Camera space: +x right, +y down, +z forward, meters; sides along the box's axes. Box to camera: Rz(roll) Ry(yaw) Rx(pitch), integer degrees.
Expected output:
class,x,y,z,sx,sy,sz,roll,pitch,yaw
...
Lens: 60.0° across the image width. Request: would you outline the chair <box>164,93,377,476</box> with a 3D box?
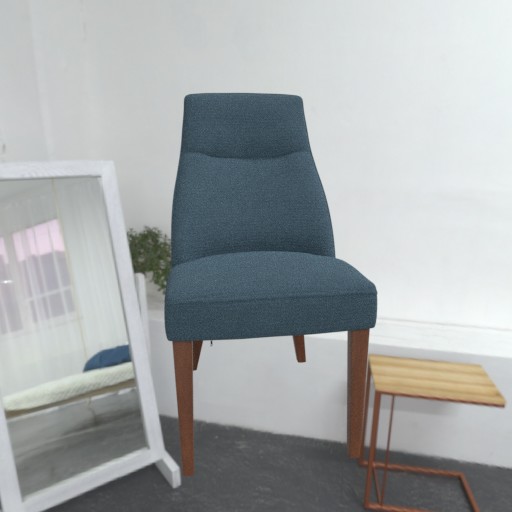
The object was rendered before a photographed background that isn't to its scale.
class,x,y,z,sx,sy,sz,roll,pitch,yaw
chair,0.000,0.000,1.281,0.500,0.930,0.620,-2,16,-8
